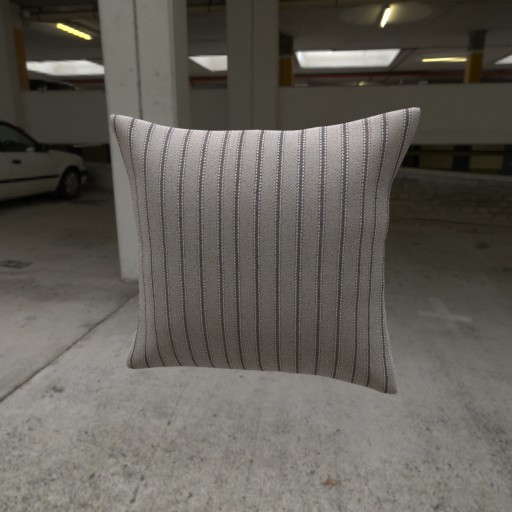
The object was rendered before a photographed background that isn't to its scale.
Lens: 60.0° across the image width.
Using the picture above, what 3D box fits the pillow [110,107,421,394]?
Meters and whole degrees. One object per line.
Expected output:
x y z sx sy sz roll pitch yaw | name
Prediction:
0.000 0.000 0.705 0.468 0.444 0.138 2 15 9 | pillow
